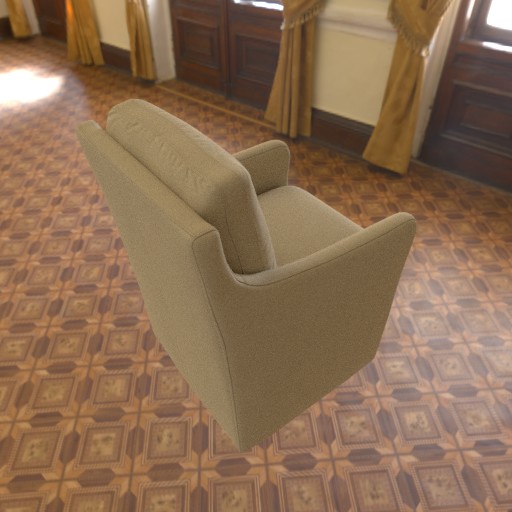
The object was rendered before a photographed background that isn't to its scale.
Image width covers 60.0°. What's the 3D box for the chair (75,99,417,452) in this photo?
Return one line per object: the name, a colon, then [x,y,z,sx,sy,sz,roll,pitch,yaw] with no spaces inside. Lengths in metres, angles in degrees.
chair: [0.000,0.000,1.326,0.694,0.914,0.626,-26,47,-27]
